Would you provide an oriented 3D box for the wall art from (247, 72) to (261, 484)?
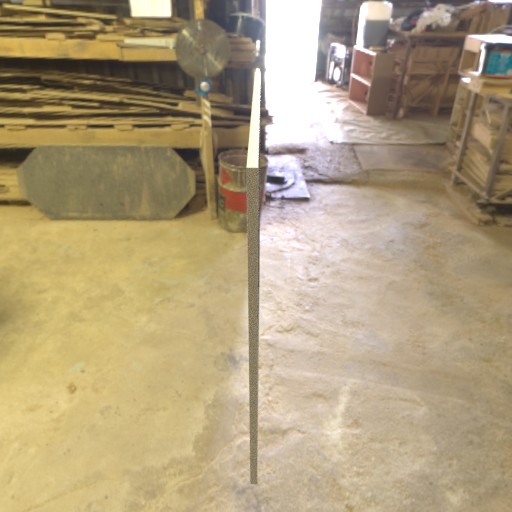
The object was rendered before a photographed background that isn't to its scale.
[{"bbox_3d":[0.000,0.000,0.835,0.012,0.557,0.557,0,32,1],"label":"wall art"}]
